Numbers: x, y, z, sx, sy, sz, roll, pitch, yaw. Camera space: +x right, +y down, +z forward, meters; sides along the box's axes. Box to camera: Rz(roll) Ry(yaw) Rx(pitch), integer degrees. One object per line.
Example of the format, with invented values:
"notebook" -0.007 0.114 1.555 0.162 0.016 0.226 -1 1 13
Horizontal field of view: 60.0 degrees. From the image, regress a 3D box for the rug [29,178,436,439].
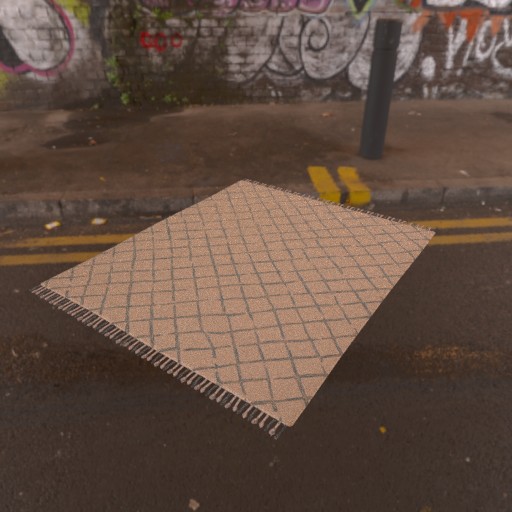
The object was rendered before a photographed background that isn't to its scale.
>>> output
"rug" 0.000 0.000 4.823 2.892 0.036 3.585 20 37 29
